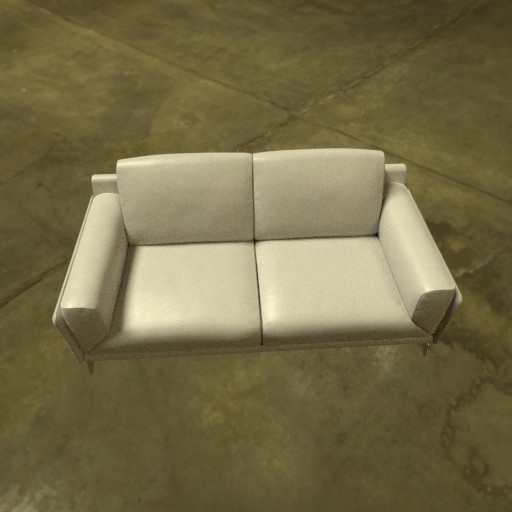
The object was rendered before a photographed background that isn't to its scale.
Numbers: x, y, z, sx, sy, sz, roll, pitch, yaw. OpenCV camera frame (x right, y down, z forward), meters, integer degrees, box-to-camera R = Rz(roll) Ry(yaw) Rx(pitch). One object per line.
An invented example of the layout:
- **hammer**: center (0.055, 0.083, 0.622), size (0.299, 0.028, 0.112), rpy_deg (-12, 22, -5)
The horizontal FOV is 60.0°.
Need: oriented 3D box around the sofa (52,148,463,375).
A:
- **sofa**: center (0.000, 0.000, 2.672), size (2.101, 0.930, 1.049), rpy_deg (-3, 45, -3)
